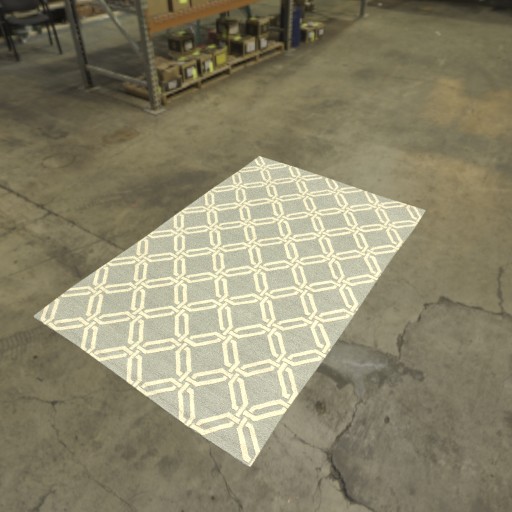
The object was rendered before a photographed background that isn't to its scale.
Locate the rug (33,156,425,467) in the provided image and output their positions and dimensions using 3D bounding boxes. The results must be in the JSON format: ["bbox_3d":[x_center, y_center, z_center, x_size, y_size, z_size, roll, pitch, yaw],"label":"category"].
[{"bbox_3d":[0.000,0.000,2.206,1.148,0.010,1.754,24,46,25],"label":"rug"}]
